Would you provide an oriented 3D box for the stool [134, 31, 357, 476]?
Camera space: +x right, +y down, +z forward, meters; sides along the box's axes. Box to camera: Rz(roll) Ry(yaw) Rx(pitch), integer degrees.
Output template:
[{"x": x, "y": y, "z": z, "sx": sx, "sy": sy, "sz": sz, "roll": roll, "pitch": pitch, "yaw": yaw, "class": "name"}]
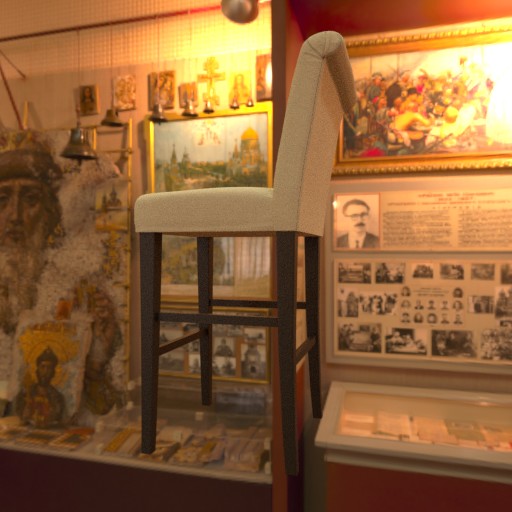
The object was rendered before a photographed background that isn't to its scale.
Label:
[{"x": 0.000, "y": 0.000, "z": 1.390, "sx": 0.597, "sy": 1.124, "sz": 0.452, "roll": 0, "pitch": 0, "yaw": 17, "class": "stool"}]
